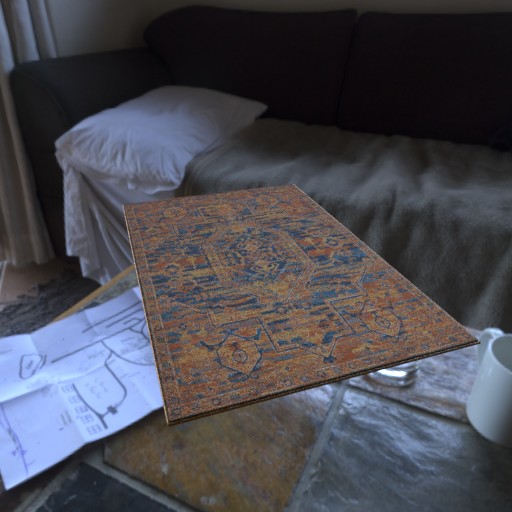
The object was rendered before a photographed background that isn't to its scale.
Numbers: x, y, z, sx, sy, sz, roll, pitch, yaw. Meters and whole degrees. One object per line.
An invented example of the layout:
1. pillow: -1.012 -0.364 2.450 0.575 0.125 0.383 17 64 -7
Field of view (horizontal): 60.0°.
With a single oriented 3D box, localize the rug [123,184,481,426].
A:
1. rug: 0.000 0.000 2.186 1.148 0.013 1.758 -10 31 -16
